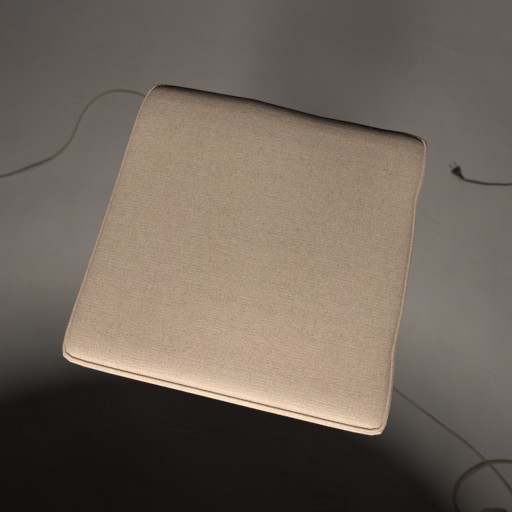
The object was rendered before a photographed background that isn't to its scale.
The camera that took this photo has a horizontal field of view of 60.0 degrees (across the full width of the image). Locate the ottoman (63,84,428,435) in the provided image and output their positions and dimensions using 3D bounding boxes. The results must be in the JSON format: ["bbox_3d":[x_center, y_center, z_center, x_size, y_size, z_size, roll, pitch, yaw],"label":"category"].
[{"bbox_3d":[0.000,0.000,1.355,0.838,0.481,0.838,13,76,3],"label":"ottoman"}]
